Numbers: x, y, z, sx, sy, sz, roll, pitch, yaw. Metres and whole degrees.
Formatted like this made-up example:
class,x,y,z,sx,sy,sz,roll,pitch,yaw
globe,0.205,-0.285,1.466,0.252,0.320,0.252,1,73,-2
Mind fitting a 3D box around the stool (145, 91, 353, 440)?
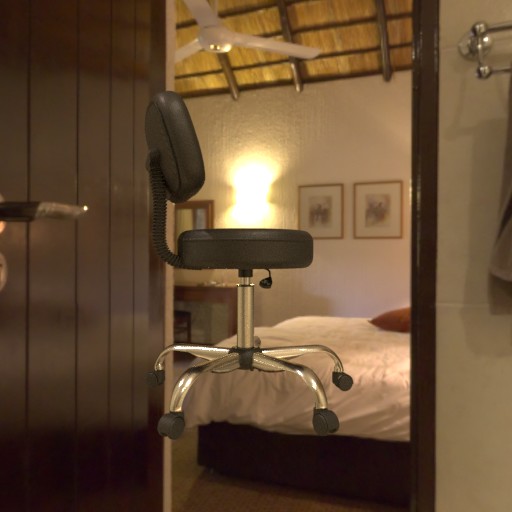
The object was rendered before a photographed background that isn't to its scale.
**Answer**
class,x,y,z,sx,sy,sz,roll,pitch,yaw
stool,0.000,0.000,1.341,0.648,0.862,0.673,0,0,-17
